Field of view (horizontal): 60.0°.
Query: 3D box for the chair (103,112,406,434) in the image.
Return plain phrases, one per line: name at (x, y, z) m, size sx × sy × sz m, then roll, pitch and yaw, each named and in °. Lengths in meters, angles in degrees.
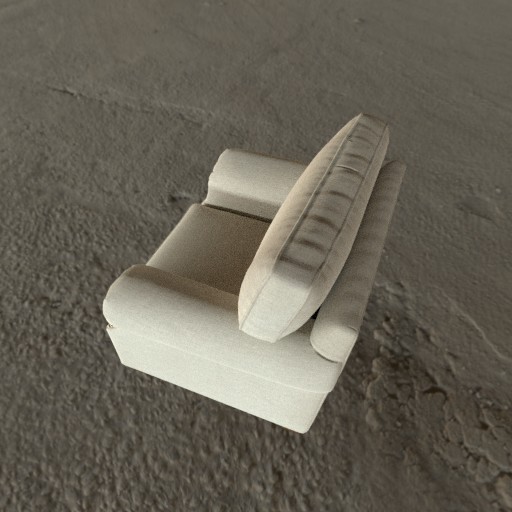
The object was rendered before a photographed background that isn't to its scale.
chair at (0.000, 0.000, 1.847) m, size 0.965 × 0.961 × 1.092 m, roll 16°, pitch 48°, yaw 15°
